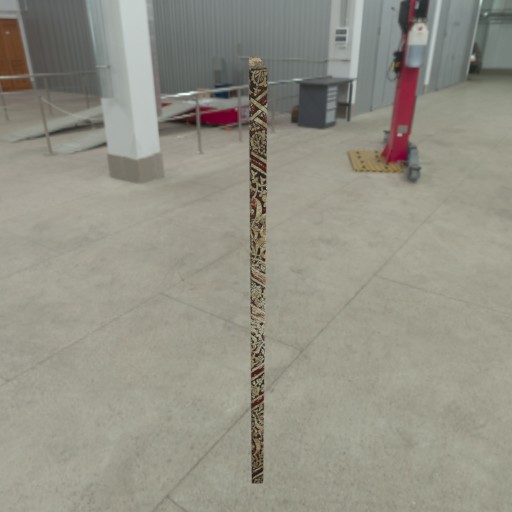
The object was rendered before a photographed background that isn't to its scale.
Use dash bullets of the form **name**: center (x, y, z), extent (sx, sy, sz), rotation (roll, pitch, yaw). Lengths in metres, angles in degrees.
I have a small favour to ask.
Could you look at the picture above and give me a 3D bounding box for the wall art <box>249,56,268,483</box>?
- **wall art**: center (0.000, 0.000, 1.120), extent (0.030, 0.904, 0.599), rotation (0, 26, -1)
